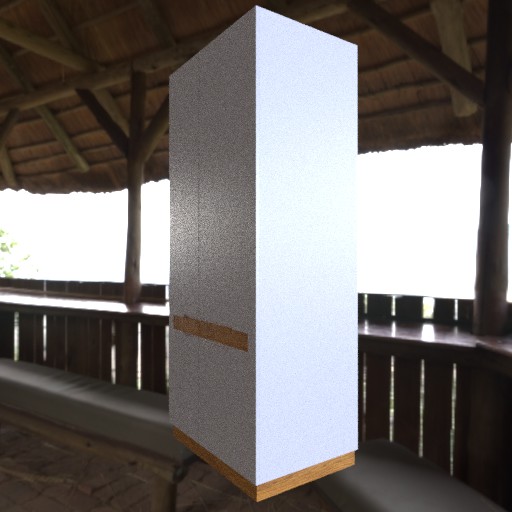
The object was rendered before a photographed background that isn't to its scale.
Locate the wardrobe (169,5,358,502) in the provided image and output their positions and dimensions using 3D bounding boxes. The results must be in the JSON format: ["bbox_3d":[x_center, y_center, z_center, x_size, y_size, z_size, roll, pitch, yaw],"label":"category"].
[{"bbox_3d":[0.000,0.000,2.327,0.600,2.040,0.860,0,0,-35],"label":"wardrobe"}]
